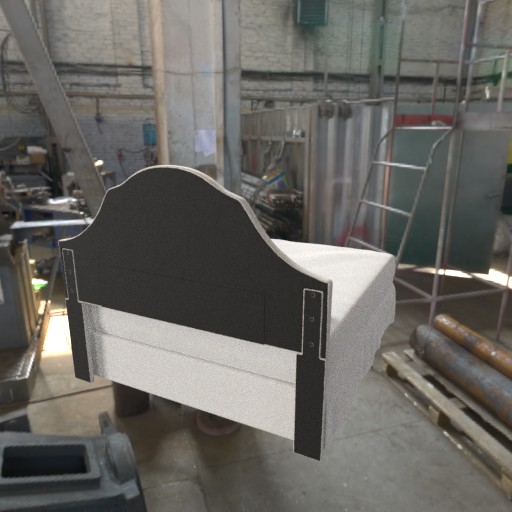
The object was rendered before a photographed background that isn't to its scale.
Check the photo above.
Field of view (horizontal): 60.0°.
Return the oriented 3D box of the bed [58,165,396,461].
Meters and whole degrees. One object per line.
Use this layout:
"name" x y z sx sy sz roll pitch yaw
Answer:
"bed" 0.000 0.000 3.659 2.008 1.615 2.214 8 18 26
